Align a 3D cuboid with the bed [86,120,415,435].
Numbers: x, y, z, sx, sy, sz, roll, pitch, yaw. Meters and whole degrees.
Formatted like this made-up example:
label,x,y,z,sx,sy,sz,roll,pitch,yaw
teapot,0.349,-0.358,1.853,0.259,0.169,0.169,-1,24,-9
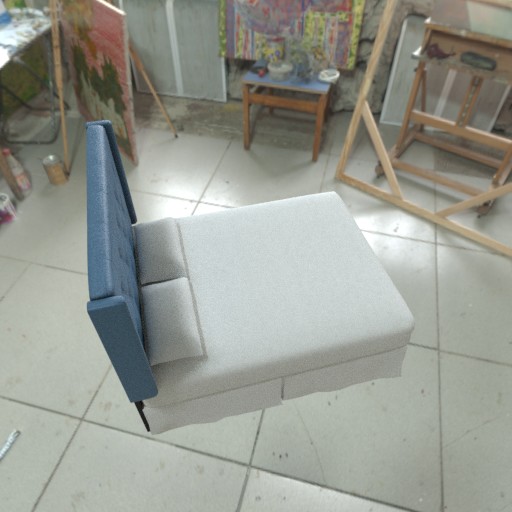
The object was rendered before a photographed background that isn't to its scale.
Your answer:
label,x,y,z,sx,sy,sz,roll,pitch,yaw
bed,0.000,0.000,3.375,2.078,1.665,1.719,-11,48,-10
